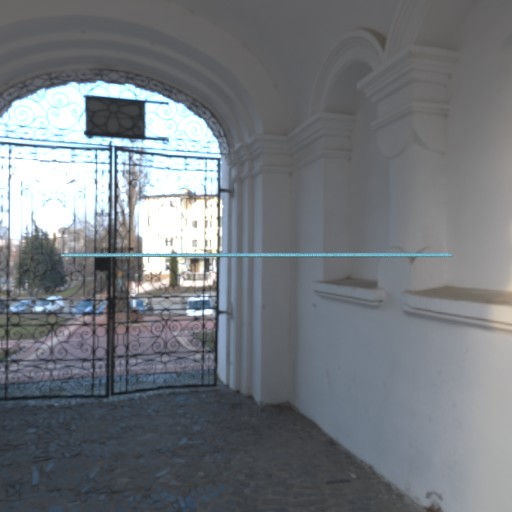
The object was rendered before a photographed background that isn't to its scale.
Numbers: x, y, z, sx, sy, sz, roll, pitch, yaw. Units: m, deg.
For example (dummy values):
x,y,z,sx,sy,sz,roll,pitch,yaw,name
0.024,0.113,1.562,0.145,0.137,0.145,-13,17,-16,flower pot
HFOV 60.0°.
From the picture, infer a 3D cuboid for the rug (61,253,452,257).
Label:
x,y,z,sx,sy,sz,roll,pitch,yaw,name
0.000,0.000,3.450,1.830,0.018,2.769,0,0,0,rug
